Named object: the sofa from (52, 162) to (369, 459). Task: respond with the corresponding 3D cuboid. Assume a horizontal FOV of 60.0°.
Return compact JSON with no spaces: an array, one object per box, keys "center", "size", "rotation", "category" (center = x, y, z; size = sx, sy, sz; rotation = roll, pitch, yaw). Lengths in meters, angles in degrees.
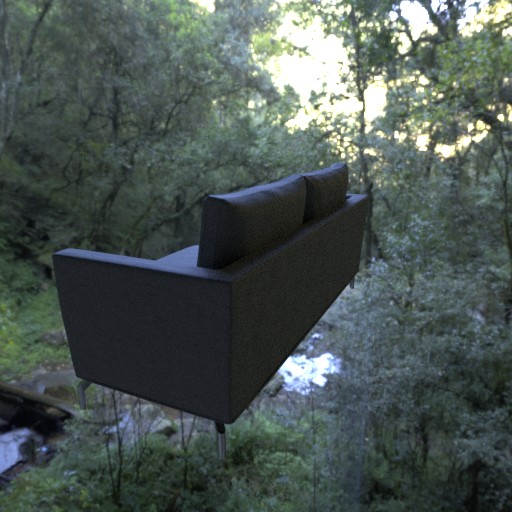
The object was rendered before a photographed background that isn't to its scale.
[{"center":[0.000,0.000,2.662],"size":[0.869,1.002,2.212],"rotation":[8,18,24],"category":"sofa"}]
